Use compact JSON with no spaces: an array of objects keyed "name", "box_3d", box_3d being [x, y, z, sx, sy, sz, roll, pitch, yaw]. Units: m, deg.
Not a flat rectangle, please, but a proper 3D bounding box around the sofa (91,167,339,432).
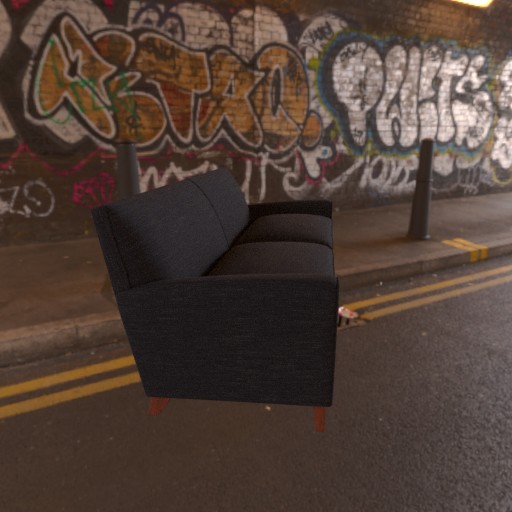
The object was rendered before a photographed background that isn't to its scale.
[{"name":"sofa","box_3d":[0.000,0.000,2.490,0.875,0.846,1.976,2,15,8]}]
